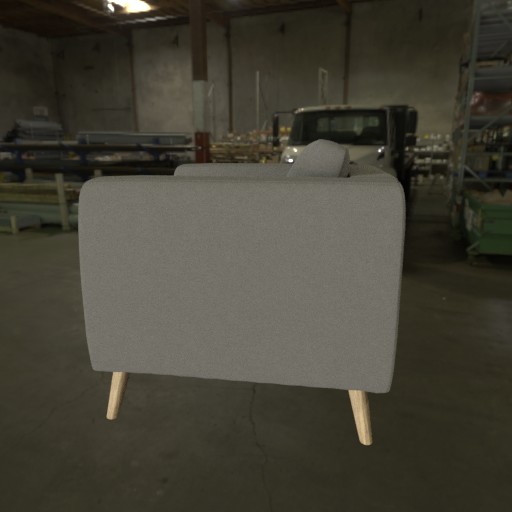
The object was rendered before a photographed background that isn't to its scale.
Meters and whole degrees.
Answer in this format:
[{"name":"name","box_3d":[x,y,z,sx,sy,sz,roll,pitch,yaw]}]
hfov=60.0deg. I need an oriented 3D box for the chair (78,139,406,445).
[{"name":"chair","box_3d":[0.000,0.000,1.698,0.930,0.860,1.000,2,15,9]}]
